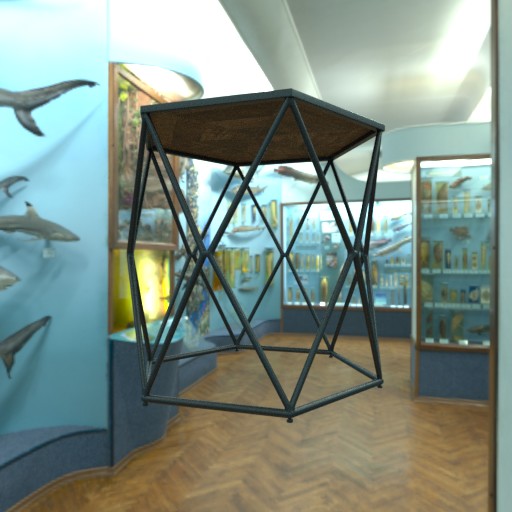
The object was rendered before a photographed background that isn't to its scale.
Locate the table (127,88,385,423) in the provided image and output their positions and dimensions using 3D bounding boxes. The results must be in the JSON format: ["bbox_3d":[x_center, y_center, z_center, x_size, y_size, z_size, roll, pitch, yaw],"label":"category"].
[{"bbox_3d":[0.000,0.000,1.034,0.578,0.564,0.579,0,0,17],"label":"table"}]
